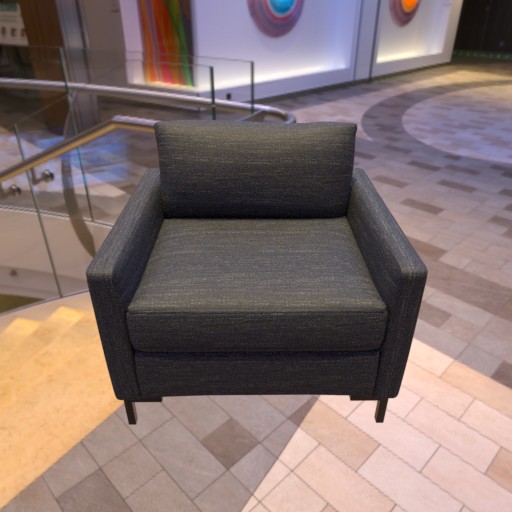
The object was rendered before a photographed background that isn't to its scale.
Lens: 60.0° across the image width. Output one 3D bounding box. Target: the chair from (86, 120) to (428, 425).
[{"bbox_3d":[0.000,0.000,1.643,0.963,0.861,0.866,0,30,0],"label":"chair"}]
